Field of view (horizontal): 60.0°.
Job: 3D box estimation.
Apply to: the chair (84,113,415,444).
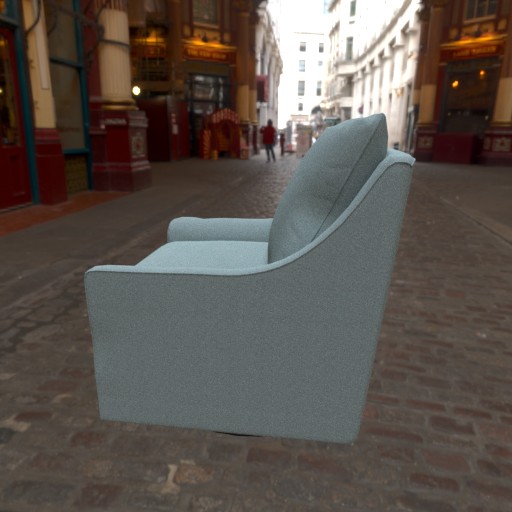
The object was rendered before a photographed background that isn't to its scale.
[{"bbox_3d":[0.000,0.000,1.531,0.870,0.926,0.760,2,16,8],"label":"chair"}]
